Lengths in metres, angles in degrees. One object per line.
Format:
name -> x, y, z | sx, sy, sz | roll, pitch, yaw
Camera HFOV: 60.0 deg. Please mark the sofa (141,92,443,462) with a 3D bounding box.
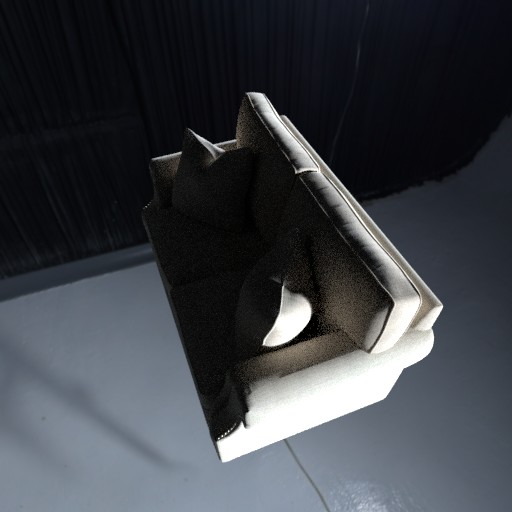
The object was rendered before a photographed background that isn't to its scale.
sofa -> 0.000, 0.000, 2.277 | 0.966, 0.966, 1.701 | -16, 49, -14
